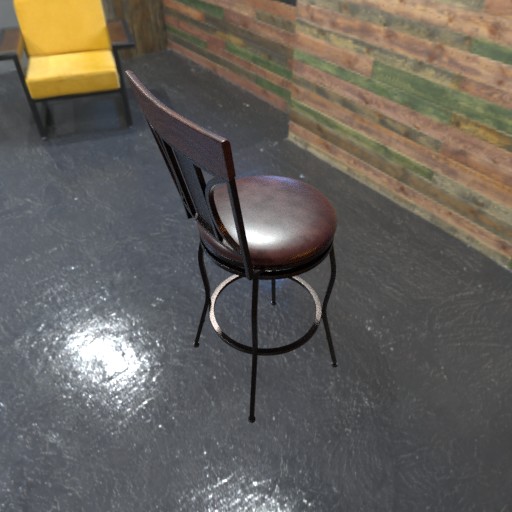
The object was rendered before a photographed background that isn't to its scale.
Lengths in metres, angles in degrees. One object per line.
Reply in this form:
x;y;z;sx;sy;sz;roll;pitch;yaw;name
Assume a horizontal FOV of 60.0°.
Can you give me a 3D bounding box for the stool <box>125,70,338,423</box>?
0.000;0.000;1.423;0.513;1.130;0.448;-25;48;-26;stool
